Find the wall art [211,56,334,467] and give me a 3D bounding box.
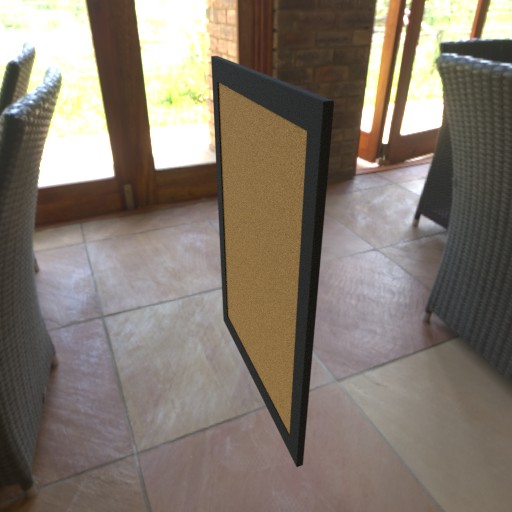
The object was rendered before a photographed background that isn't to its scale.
[{"bbox_3d":[0.000,0.000,0.684,0.012,0.529,0.374,-11,32,-18],"label":"wall art"}]
